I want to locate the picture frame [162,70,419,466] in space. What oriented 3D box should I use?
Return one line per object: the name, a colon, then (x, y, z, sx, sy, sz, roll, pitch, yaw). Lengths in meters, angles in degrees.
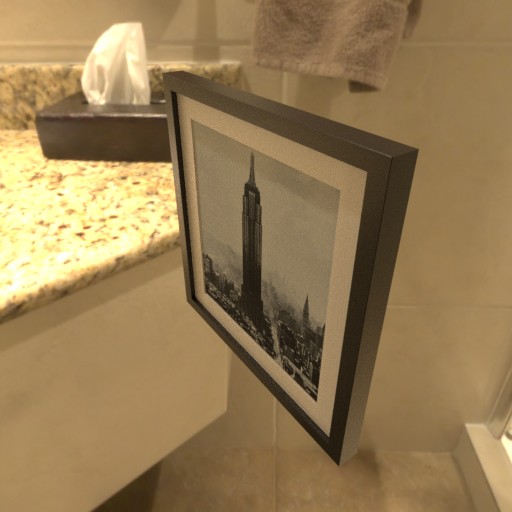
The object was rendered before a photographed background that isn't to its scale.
picture frame: (0.000, 0.000, 0.519, 0.029, 0.353, 0.355, -21, 38, -29)
